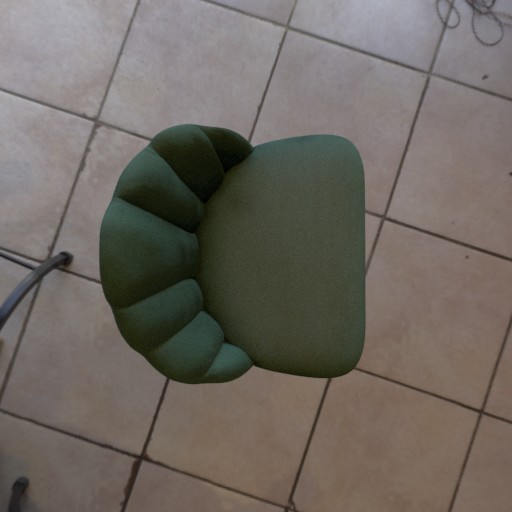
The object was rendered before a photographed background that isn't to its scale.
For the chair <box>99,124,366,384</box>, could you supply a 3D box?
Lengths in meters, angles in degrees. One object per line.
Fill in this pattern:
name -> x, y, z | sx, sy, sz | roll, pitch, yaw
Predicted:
chair -> 0.000, 0.000, 1.242 | 0.599, 0.819, 0.657 | 0, 89, 1
